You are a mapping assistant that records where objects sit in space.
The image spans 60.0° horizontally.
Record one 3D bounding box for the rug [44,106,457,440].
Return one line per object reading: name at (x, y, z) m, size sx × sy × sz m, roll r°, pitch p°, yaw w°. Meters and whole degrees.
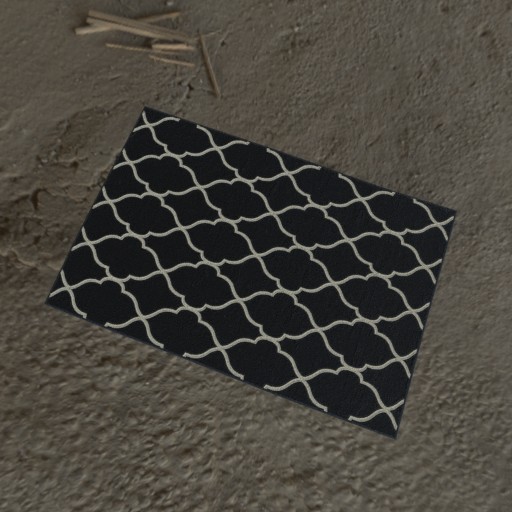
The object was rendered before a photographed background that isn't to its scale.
rug at (0.000, 0.000, 2.861) m, size 2.290 × 0.014 × 1.526 m, roll 20°, pitch 75°, yaw 5°
